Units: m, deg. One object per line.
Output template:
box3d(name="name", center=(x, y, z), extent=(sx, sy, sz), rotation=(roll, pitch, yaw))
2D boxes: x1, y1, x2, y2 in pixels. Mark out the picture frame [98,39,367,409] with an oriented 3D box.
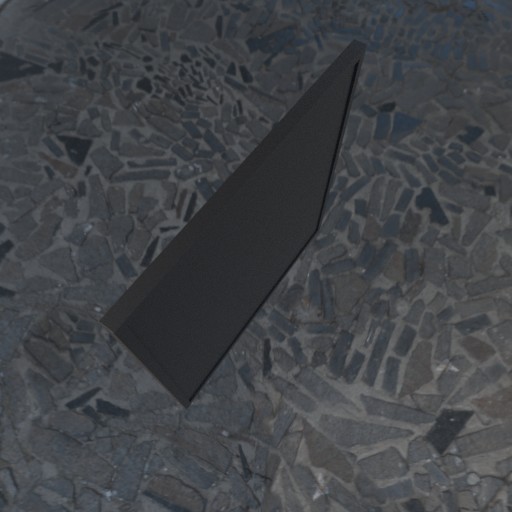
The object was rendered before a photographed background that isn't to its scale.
box3d(name="picture frame", center=(0.000, 0.000, 1.149), extent=(0.032, 0.775, 0.775), rotation=(32, 67, 15))
